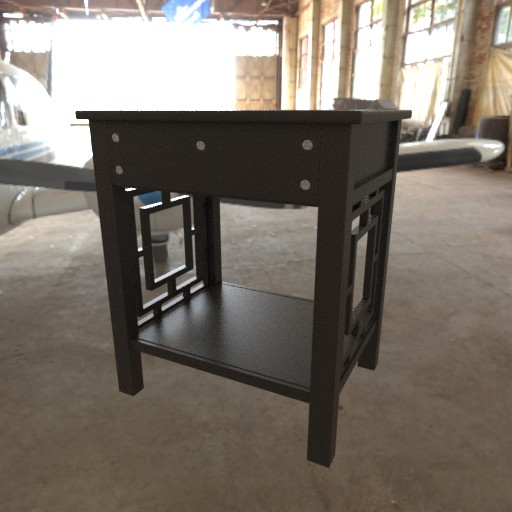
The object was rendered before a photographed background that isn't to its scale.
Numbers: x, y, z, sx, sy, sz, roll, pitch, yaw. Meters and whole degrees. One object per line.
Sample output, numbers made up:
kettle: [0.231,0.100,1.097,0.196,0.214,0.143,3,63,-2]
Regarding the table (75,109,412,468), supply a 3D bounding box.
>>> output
table: [0.000,0.000,1.032,0.564,0.646,0.451,9,20,26]
